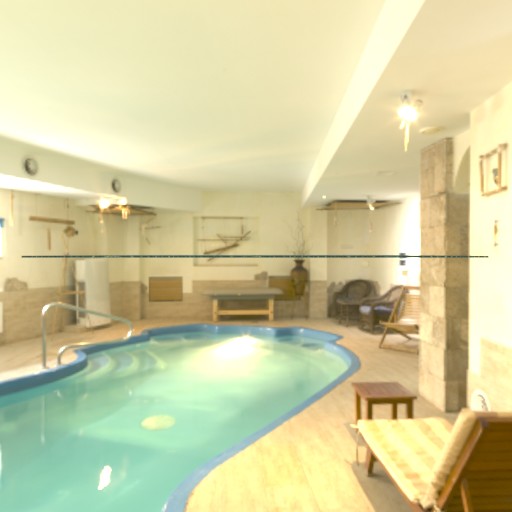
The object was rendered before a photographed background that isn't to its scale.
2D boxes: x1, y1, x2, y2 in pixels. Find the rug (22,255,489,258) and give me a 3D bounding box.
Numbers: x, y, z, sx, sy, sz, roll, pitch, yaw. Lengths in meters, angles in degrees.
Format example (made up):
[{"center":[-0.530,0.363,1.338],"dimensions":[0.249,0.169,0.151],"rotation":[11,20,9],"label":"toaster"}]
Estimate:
[{"center":[0.000,0.000,4.086],"dimensions":[3.033,0.012,2.432],"rotation":[0,0,1],"label":"rug"}]
